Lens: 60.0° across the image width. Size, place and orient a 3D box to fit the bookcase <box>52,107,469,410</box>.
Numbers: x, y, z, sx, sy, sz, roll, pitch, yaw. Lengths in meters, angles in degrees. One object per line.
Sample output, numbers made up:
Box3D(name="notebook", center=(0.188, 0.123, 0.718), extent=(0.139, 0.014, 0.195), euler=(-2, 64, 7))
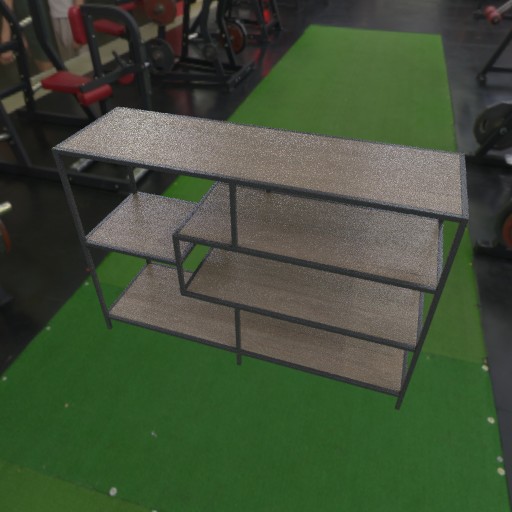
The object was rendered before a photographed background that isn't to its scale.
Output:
Box3D(name="bookcase", center=(0.000, 0.000, 1.523), extent=(1.140, 0.780, 0.350), euler=(12, 41, 14))
